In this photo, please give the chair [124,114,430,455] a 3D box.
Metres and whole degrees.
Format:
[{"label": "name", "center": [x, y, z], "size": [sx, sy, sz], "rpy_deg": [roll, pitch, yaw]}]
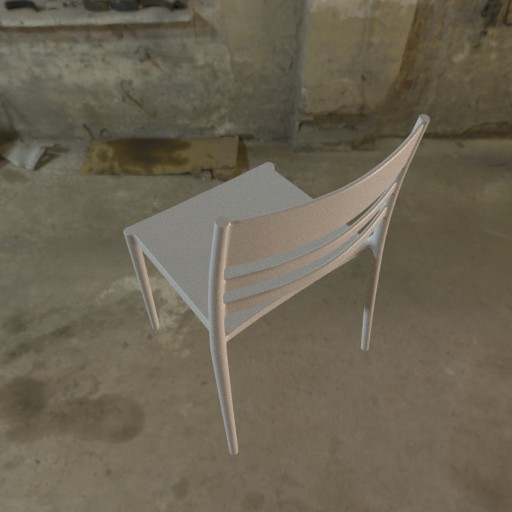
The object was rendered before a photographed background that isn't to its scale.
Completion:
[{"label": "chair", "center": [0.000, 0.000, 1.115], "size": [0.531, 0.800, 0.511], "rpy_deg": [-30, 54, -25]}]
